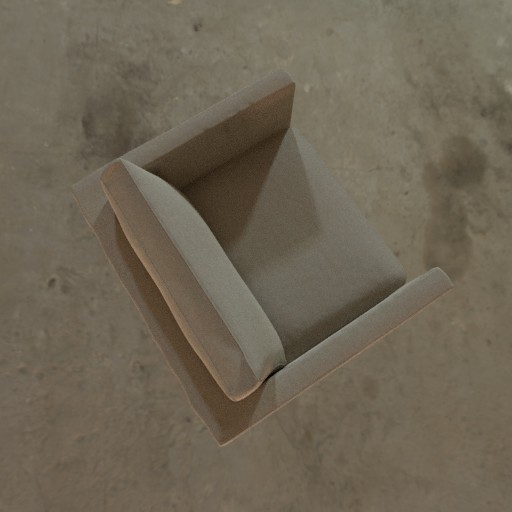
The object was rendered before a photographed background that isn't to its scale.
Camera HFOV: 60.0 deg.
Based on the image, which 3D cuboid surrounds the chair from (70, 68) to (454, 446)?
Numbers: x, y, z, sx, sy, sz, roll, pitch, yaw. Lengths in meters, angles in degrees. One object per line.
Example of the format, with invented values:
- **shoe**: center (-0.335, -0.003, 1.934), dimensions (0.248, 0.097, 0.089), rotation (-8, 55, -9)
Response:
- **chair**: center (0.000, 0.000, 1.765), dimensions (0.949, 0.863, 1.057), rotation (-32, 77, -8)
